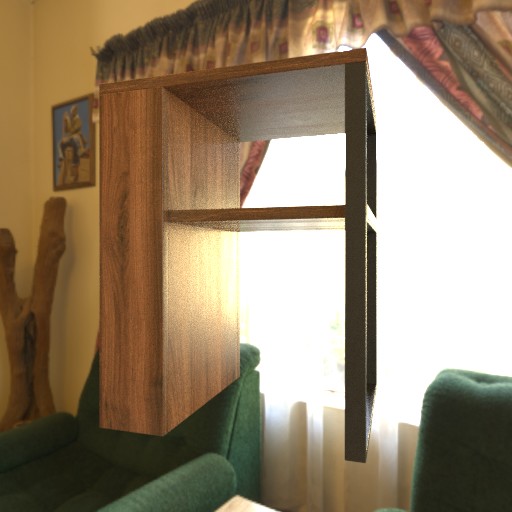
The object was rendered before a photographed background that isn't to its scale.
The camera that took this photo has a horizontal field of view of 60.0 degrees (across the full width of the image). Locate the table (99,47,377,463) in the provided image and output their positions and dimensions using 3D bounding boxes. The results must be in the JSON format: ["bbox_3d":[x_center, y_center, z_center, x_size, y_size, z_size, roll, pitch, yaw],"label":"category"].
[{"bbox_3d":[0.000,0.000,1.537,0.786,1.041,0.660,0,0,18],"label":"table"}]
